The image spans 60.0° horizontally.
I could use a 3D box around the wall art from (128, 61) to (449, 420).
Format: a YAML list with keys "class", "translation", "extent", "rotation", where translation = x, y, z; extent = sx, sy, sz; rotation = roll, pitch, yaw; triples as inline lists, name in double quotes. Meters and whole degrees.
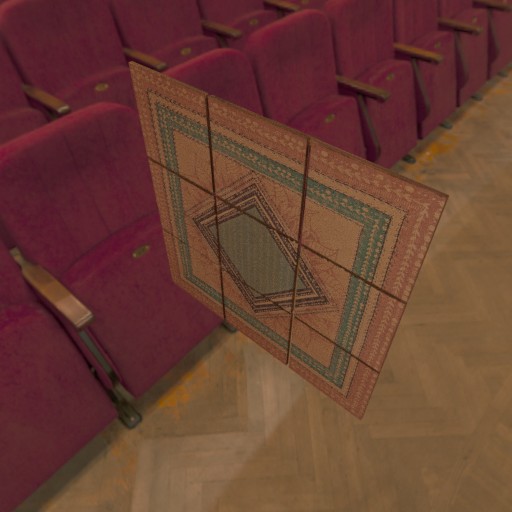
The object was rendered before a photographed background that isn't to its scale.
- class: "wall art"
  translation: [0.000, 0.000, 1.335]
  extent: [0.915, 0.914, 0.013]
  rotation: [32, 53, 27]
